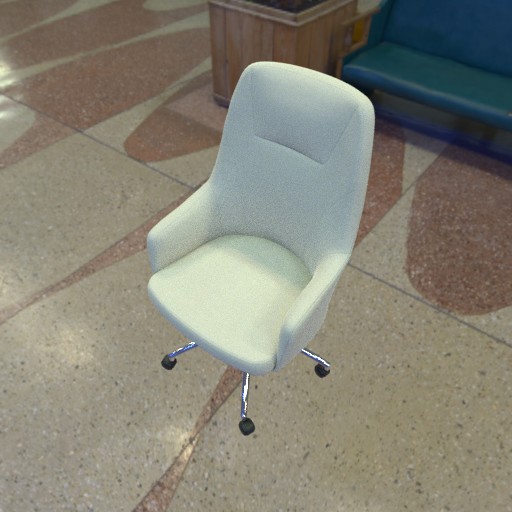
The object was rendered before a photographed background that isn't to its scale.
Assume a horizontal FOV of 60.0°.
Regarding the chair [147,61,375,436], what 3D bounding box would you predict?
[{"bbox_3d":[0.000,0.000,1.461,0.620,1.049,0.640,31,53,27],"label":"chair"}]
